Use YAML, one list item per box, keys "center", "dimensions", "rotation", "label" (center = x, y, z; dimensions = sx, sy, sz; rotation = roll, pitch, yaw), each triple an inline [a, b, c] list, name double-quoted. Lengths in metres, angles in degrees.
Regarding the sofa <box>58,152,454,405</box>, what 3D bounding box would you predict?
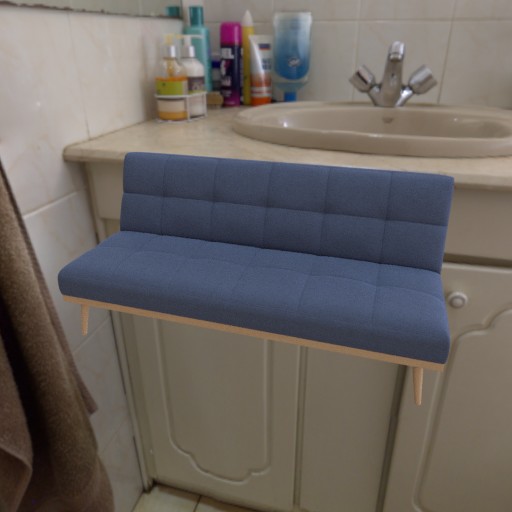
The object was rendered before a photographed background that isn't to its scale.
- center: [0.000, 0.000, 2.217]
  dimensions: [1.800, 0.800, 0.796]
  rotation: [8, 27, 16]
  label: "sofa"
